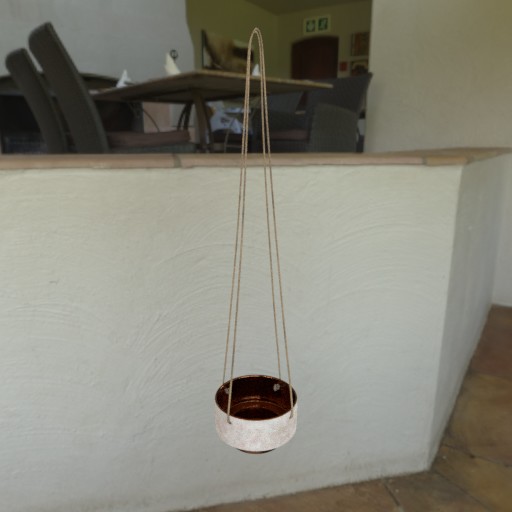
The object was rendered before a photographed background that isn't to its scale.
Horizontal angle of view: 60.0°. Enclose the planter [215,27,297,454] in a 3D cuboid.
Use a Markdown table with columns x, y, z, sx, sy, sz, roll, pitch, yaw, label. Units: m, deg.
| x | y | z | sx | sy | sz | roll | pitch | yaw | label |
| --- | --- | --- | --- | --- | --- | --- | --- | --- | --- |
| 0.000 | 0.000 | 1.100 | 0.223 | 1.030 | 0.223 | -2 | 15 | -8 | planter |
